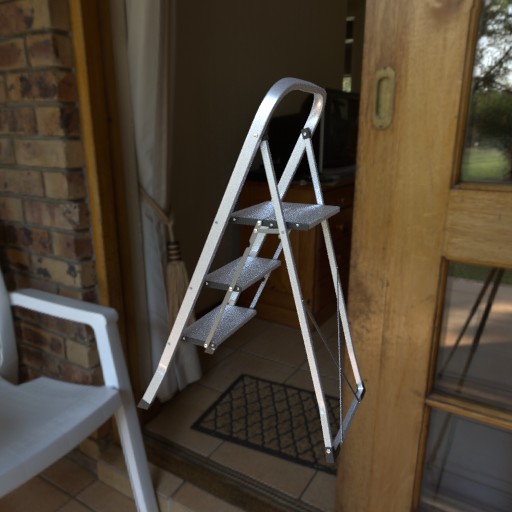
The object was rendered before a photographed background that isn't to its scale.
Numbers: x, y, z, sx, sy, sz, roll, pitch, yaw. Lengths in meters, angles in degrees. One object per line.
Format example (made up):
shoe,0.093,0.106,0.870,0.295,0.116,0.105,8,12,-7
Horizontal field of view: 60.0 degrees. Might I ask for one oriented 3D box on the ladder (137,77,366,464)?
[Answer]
ladder,0.000,0.000,1.462,0.704,1.070,0.465,8,18,25
